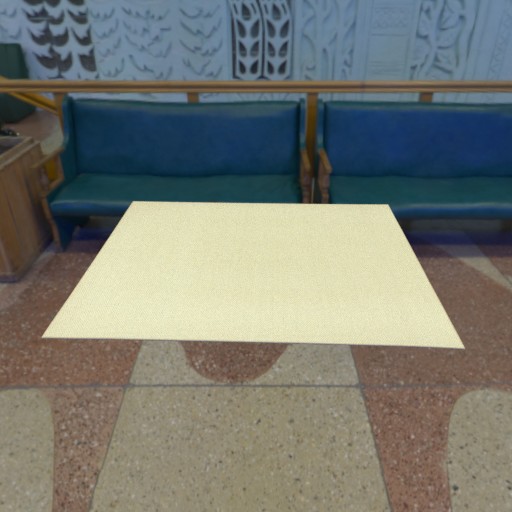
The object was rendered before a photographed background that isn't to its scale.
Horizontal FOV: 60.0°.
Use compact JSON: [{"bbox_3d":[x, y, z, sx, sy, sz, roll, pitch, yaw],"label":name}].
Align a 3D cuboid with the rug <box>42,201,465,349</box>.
[{"bbox_3d":[0.000,0.000,4.217,3.039,0.018,2.462,1,31,2],"label":"rug"}]
